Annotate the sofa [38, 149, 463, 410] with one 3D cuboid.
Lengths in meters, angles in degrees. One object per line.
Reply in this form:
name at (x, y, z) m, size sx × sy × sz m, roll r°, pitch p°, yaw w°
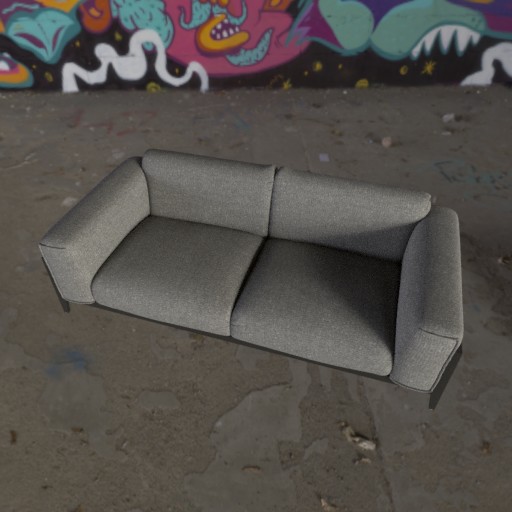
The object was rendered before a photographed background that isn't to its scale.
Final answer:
sofa at (0.000, 0.000, 2.519) m, size 2.125 × 0.703 × 0.985 m, roll 12°, pitch 43°, yaw 13°
